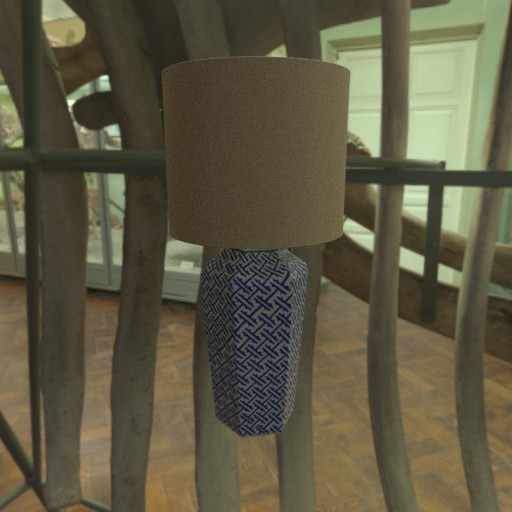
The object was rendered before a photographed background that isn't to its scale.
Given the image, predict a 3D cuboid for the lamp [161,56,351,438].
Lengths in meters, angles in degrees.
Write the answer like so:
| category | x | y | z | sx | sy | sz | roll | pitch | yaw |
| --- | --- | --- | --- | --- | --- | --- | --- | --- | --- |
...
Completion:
| category | x | y | z | sx | sy | sz | roll | pitch | yaw |
| --- | --- | --- | --- | --- | --- | --- | --- | --- | --- |
| lamp | 0.000 | 0.000 | 0.840 | 0.320 | 0.682 | 0.320 | 6 | 15 | 24 |
